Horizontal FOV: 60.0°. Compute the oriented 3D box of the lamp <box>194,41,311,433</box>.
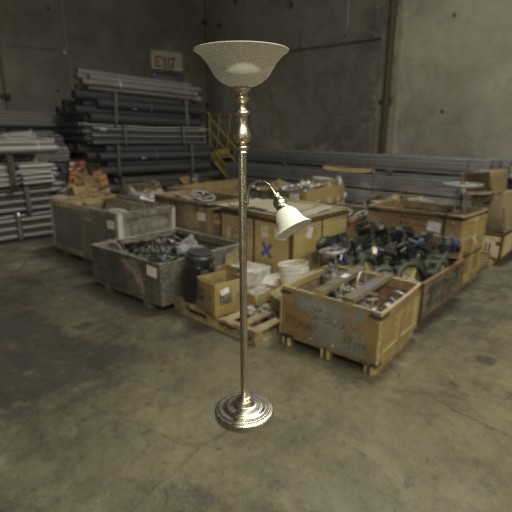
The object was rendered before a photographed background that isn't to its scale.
[{"bbox_3d":[0.000,0.000,2.070,0.575,1.785,0.405,14,21,41],"label":"lamp"}]
